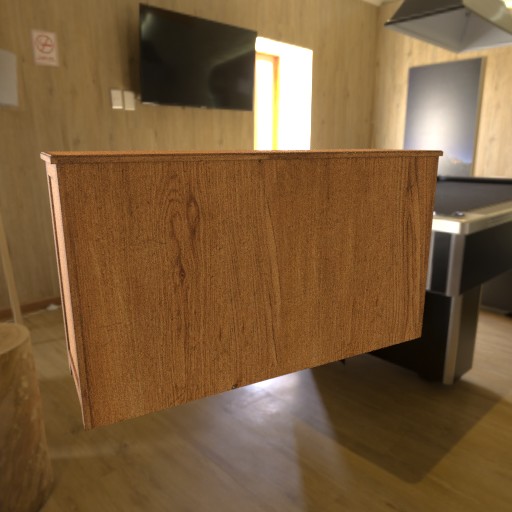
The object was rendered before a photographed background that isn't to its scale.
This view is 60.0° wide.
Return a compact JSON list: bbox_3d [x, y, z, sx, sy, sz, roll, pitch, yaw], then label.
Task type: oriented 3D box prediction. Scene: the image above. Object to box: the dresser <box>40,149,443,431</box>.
[{"bbox_3d":[0.000,0.000,2.021,1.657,0.932,0.563,-8,16,-27],"label":"dresser"}]
